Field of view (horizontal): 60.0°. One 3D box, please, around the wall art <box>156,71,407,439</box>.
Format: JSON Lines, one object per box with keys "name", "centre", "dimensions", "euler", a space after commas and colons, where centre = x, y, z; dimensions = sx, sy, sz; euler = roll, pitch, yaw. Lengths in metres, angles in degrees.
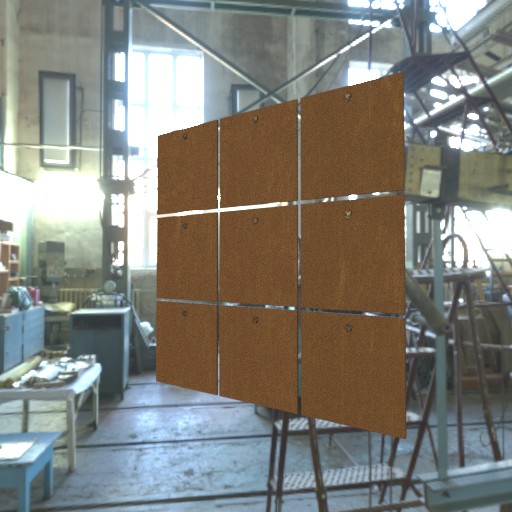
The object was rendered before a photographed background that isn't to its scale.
{"name": "wall art", "centre": [0.000, 0.000, 2.287], "dimensions": [1.526, 1.522, 0.023], "euler": [-1, -1, 36]}
